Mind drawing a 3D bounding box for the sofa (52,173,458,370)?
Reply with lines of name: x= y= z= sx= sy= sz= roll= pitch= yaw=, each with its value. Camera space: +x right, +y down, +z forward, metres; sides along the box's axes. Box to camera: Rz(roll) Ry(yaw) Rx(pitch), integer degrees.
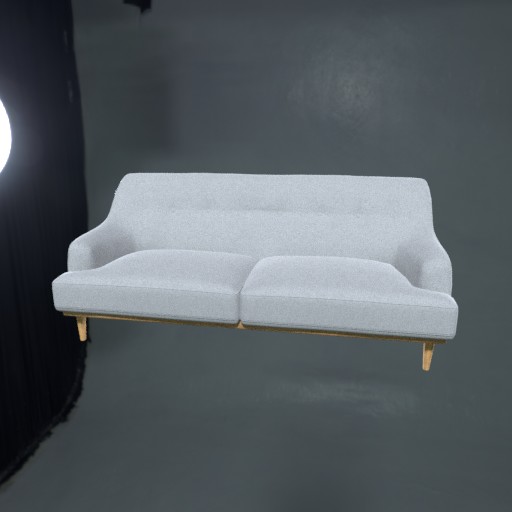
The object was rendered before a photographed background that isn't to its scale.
sofa: x=0.000 y=0.000 z=2.598 sx=2.057 sy=0.871 sz=0.978 roll=3 pitch=16 yaw=10
